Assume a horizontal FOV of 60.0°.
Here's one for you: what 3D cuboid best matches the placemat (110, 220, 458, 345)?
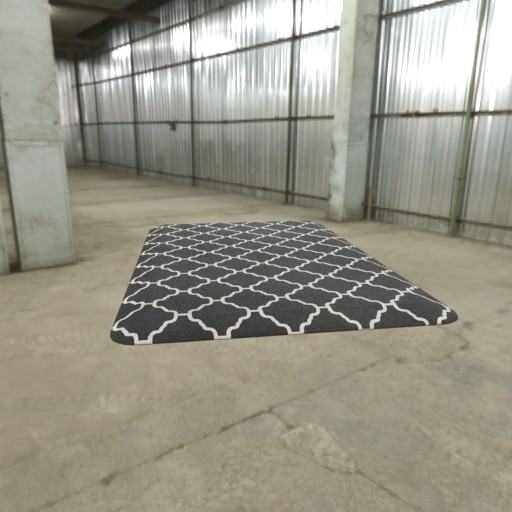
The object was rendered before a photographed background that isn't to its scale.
[{"bbox_3d":[0.000,0.000,0.966,0.508,0.021,0.762,-2,15,-8],"label":"placemat"}]
